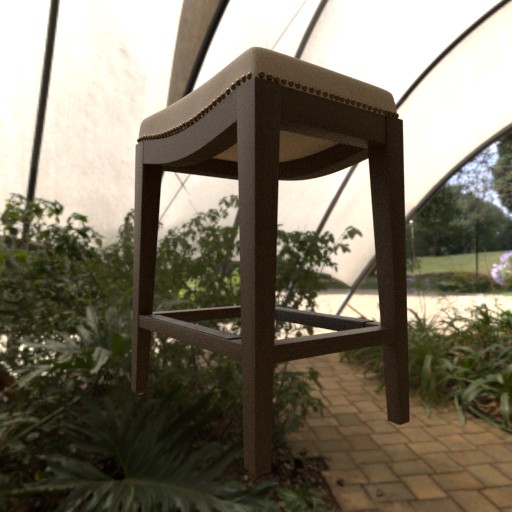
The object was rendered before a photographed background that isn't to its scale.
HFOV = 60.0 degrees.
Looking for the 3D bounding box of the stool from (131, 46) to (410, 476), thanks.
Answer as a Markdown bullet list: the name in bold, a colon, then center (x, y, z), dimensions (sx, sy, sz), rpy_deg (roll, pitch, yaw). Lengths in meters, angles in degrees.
- **stool**: center (0.000, 0.000, 0.941), dimensions (0.361, 0.642, 0.500), rpy_deg (0, 0, -36)
